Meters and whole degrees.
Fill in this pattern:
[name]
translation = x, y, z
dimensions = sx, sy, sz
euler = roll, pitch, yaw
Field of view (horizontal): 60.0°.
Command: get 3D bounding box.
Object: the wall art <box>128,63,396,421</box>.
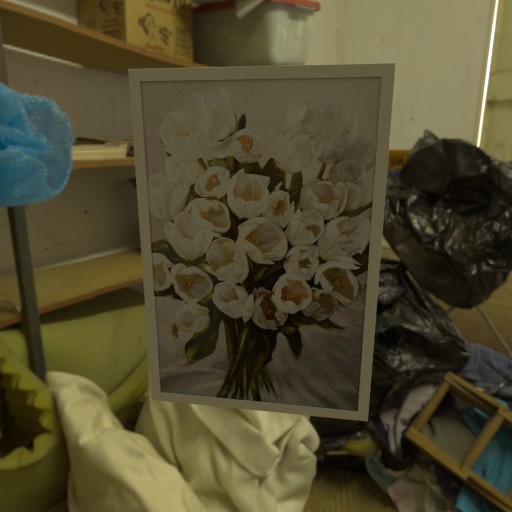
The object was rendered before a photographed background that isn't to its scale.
[wall art]
translation = 0.000, 0.000, 1.218
dimensions = 0.660, 0.965, 0.015
euler = 3, 16, 9
